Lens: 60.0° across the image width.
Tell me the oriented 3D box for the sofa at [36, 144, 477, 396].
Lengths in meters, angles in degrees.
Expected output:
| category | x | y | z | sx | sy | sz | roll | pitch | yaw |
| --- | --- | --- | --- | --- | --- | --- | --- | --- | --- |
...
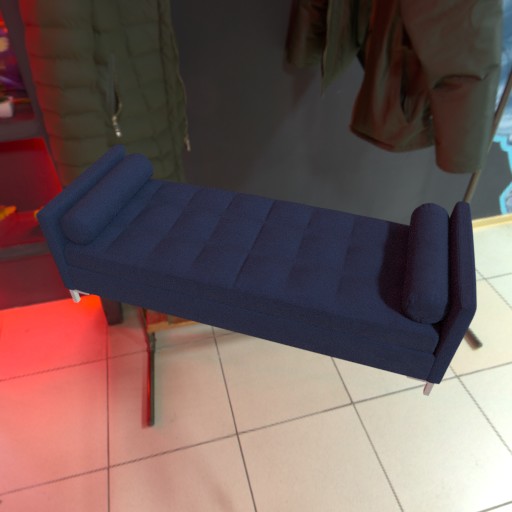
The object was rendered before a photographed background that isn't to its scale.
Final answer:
| category | x | y | z | sx | sy | sz | roll | pitch | yaw |
| --- | --- | --- | --- | --- | --- | --- | --- | --- | --- |
| sofa | 0.000 | 0.000 | 2.460 | 2.102 | 0.657 | 0.797 | 12 | 43 | 13 |
